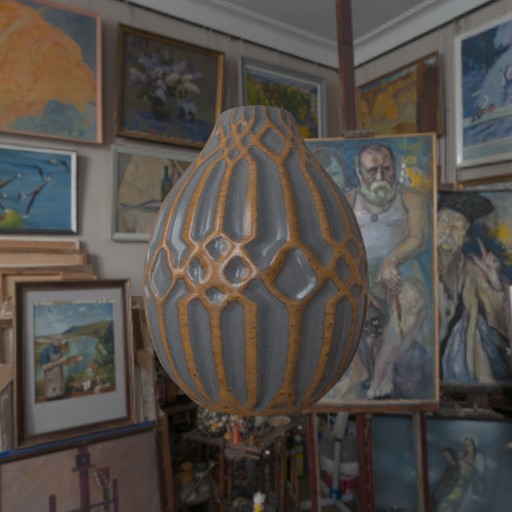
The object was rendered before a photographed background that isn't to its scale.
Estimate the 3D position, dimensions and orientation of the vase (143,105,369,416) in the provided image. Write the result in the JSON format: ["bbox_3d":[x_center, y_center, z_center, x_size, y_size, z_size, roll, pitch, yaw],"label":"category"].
[{"bbox_3d":[0.000,0.000,0.140,0.069,0.088,0.069,0,0,0],"label":"vase"}]
